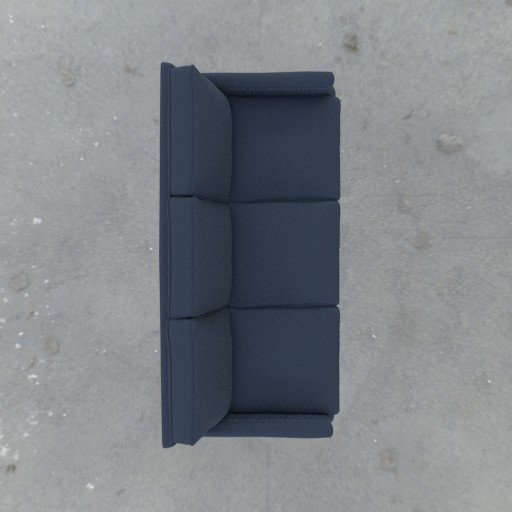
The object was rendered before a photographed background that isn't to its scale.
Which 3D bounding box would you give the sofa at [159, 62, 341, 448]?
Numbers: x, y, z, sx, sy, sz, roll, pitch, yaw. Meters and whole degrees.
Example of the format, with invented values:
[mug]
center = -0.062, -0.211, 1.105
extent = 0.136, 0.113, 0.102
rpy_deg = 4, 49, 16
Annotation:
[sofa]
center = 0.000, 0.000, 2.822
extent = 1.084, 1.003, 2.246
rpy_deg = 0, 91, 0
